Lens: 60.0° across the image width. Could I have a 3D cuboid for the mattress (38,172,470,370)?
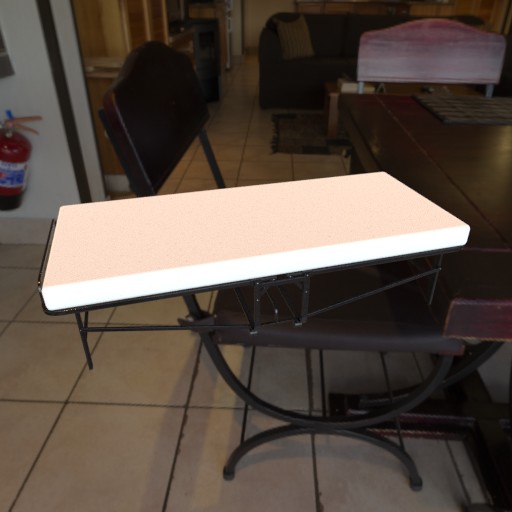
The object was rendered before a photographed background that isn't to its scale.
[{"bbox_3d":[0.000,0.000,2.548,2.153,0.519,0.922,-8,31,-14],"label":"mattress"}]
